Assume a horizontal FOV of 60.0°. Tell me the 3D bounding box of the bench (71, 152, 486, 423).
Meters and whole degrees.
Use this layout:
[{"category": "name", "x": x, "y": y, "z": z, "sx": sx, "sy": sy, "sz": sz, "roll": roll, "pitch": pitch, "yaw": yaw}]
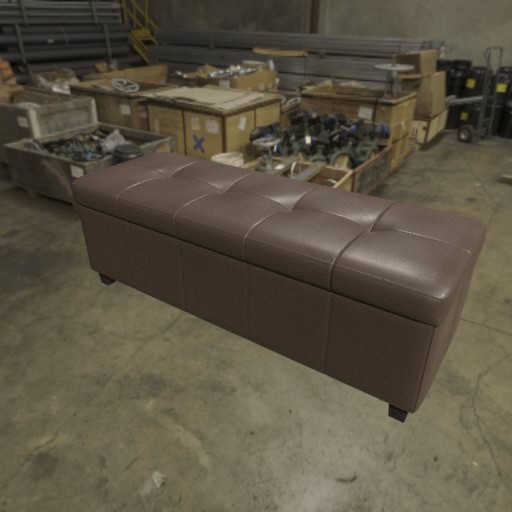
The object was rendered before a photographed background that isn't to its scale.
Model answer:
[{"category": "bench", "x": 0.000, "y": 0.000, "z": 1.415, "sx": 1.219, "sy": 0.417, "sz": 0.450, "roll": 18, "pitch": 34, "yaw": 30}]
